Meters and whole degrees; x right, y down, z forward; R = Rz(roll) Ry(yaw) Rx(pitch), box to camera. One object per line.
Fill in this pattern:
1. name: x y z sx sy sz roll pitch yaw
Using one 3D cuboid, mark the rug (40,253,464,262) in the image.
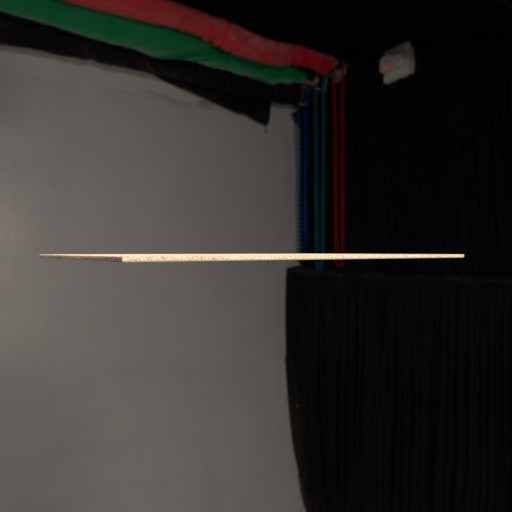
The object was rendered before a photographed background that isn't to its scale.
1. rug: 0.000 0.000 3.383 2.699 0.025 1.800 0 1 -36
